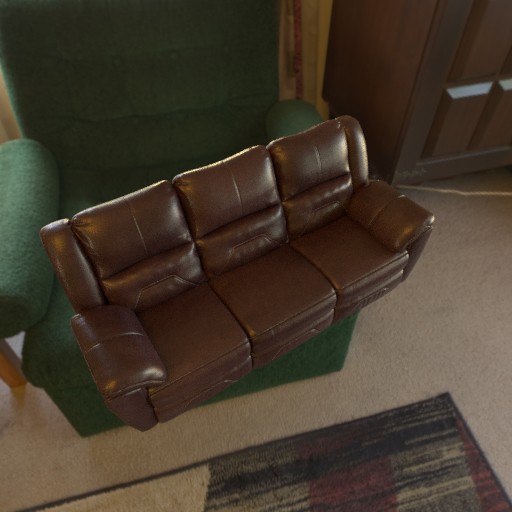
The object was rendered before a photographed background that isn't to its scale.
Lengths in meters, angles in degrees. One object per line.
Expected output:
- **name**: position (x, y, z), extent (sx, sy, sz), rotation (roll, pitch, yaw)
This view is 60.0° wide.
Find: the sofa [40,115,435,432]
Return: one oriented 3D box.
- **sofa**: position (0.000, 0.000, 2.864), extent (2.337, 1.043, 0.991), rotation (-25, 52, -21)
